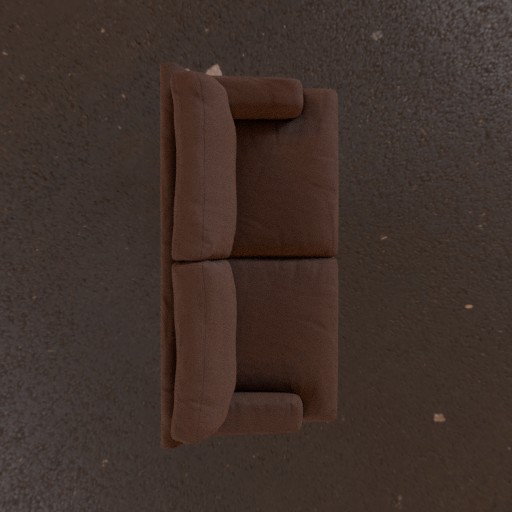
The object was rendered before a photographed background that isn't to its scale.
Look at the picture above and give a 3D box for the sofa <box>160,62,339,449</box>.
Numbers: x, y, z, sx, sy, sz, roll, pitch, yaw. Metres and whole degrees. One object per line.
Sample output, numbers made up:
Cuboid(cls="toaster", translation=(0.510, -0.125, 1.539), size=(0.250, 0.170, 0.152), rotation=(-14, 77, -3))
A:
Cuboid(cls="sofa", translation=(0.000, 0.000, 2.871), size=(1.140, 0.950, 2.274), rotation=(0, 91, -1))
